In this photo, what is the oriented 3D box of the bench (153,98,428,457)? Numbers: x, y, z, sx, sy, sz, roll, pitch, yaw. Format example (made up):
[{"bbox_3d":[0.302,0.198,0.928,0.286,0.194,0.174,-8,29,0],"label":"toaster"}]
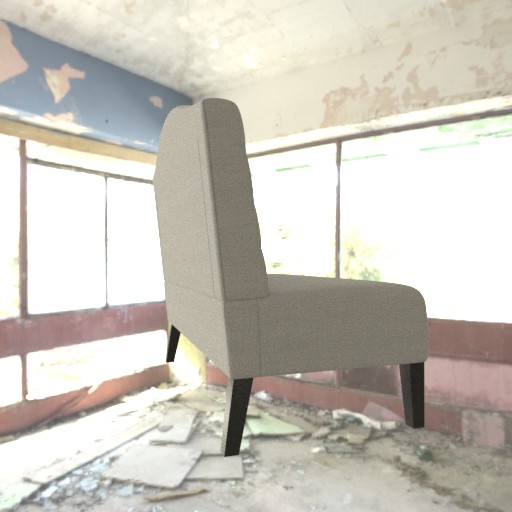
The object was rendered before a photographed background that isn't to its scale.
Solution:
[{"bbox_3d":[0.000,0.000,2.005,0.815,1.180,1.335,0,-1,-19],"label":"bench"}]
